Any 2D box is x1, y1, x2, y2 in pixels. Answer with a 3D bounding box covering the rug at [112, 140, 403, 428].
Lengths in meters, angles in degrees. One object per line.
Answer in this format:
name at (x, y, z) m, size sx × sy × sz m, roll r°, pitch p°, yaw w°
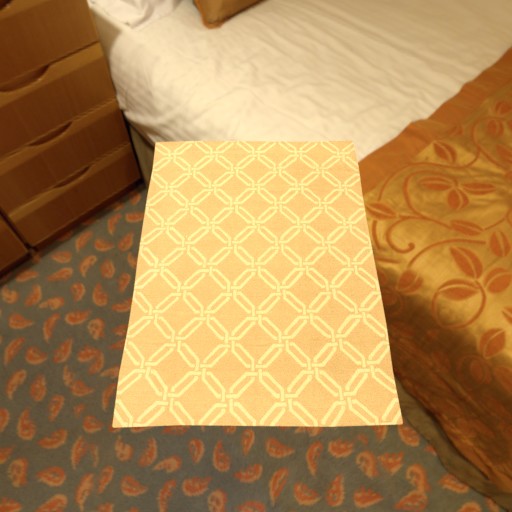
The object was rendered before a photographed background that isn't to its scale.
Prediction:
rug at (0.000, 0.000, 4.579) m, size 2.452 × 0.020 × 3.365 m, roll -1°, pitch 58°, yaw 0°
